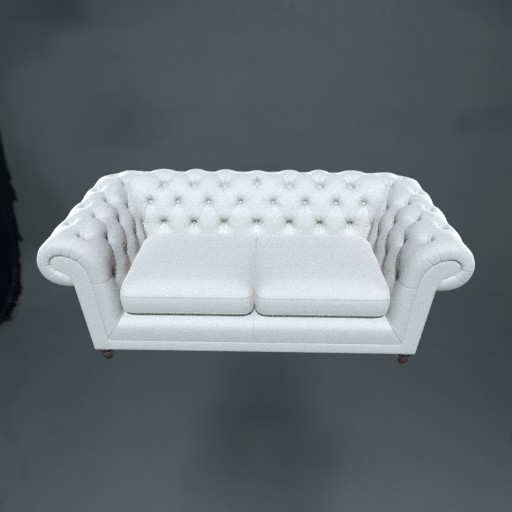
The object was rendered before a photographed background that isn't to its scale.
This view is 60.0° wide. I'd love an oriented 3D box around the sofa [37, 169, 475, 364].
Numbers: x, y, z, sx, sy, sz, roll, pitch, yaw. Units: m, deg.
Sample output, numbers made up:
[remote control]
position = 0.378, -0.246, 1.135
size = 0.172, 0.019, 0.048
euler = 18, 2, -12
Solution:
[sofa]
position = 0.000, 0.000, 2.529
size = 1.998, 0.764, 0.986
euler = 1, 30, 1
